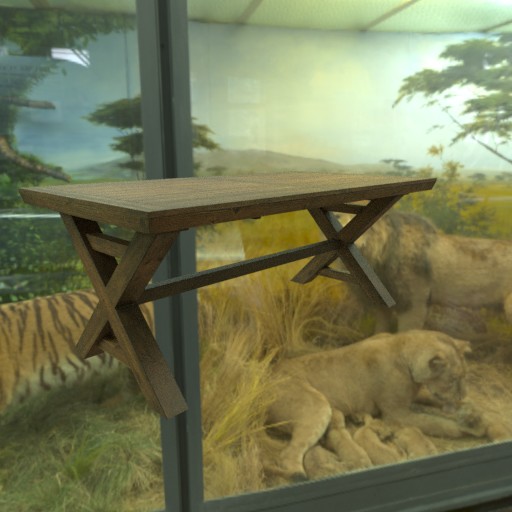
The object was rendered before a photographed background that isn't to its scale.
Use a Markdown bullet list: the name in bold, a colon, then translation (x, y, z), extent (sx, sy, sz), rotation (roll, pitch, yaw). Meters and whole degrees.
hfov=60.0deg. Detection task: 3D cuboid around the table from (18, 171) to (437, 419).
- **table**: translation (0.000, 0.000, 2.407), extent (1.071, 0.793, 1.966), rotation (13, 19, 43)
